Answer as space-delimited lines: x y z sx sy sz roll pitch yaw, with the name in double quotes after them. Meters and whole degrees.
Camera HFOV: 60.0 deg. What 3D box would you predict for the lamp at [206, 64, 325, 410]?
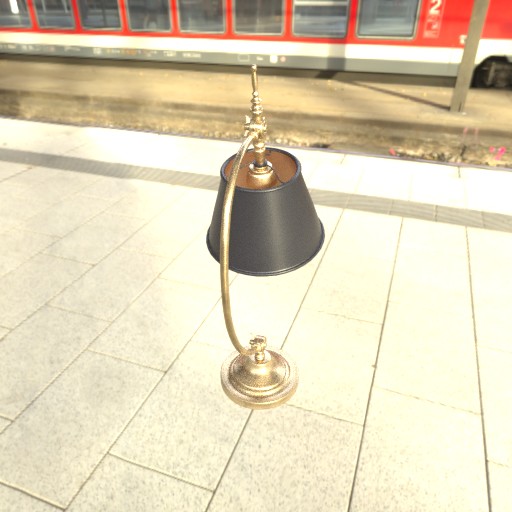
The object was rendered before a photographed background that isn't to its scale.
0.000 0.000 0.838 0.235 0.675 0.344 10 33 15 "lamp"
